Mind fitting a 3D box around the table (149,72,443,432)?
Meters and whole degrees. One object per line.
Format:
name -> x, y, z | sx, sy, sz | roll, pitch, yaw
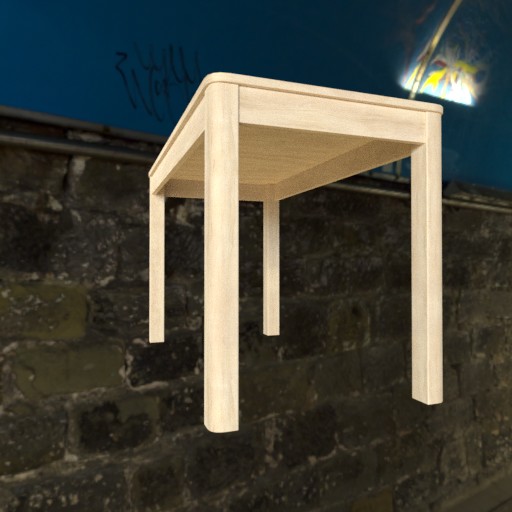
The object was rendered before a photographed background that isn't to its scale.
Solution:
table -> 0.000, 0.000, 1.874 | 0.750, 0.900, 1.400 | 0, -1, -20
